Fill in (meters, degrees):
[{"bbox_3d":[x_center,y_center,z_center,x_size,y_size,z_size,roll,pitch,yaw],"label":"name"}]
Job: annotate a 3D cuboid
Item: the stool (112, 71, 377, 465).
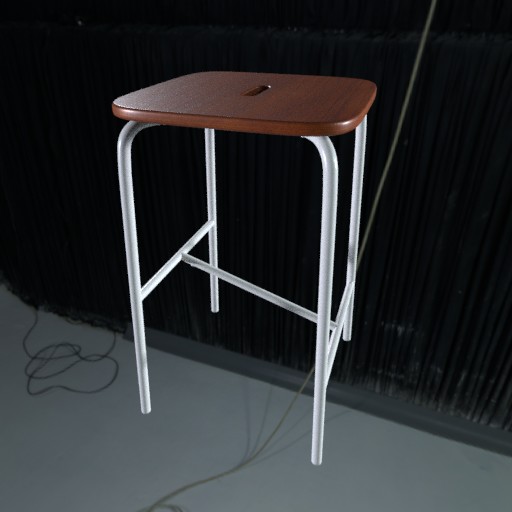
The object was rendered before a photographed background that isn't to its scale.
[{"bbox_3d":[0.000,0.000,0.858,0.376,0.610,0.376,10,32,16],"label":"stool"}]
